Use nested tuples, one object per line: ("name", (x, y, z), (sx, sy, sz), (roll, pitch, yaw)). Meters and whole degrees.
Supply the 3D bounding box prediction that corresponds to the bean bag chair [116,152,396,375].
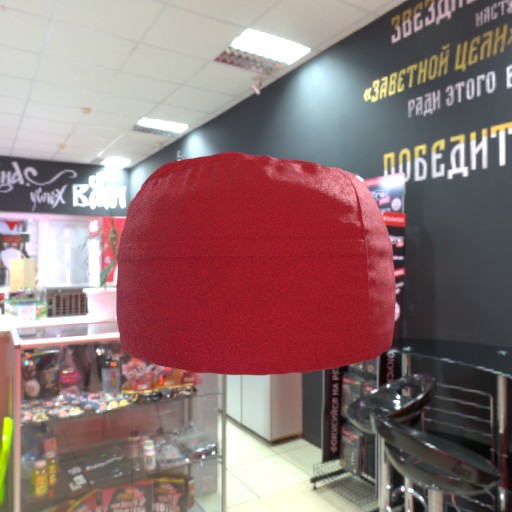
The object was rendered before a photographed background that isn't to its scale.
("bean bag chair", (0.000, 0.000, 2.021), (1.218, 0.788, 1.218), (0, 0, 0))
